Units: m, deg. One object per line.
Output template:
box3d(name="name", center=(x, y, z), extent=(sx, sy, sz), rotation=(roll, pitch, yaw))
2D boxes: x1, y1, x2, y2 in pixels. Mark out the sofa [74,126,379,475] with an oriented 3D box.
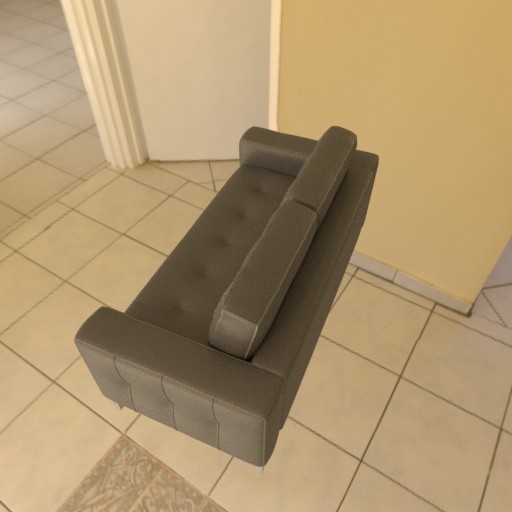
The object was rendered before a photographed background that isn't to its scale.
box3d(name="sofa", center=(0.000, 0.000, 2.248), extent=(0.833, 0.892, 1.726), rotation=(18, 49, 16))
